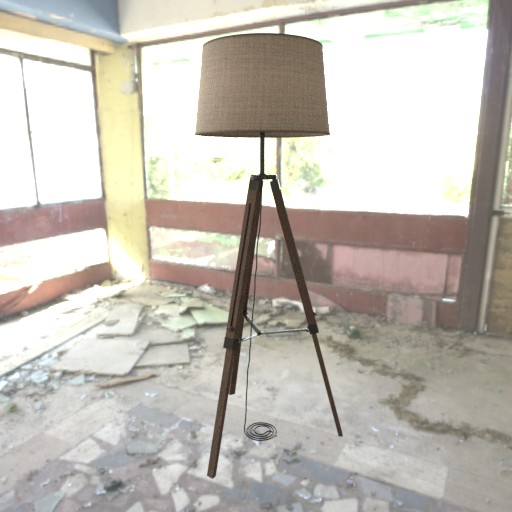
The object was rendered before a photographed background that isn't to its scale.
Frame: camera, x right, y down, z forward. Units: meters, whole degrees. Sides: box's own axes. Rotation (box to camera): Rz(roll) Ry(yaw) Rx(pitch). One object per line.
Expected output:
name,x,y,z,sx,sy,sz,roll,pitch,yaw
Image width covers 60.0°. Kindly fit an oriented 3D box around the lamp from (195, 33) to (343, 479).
lamp,0.000,0.000,1.765,0.604,1.510,0.587,-6,14,-26
